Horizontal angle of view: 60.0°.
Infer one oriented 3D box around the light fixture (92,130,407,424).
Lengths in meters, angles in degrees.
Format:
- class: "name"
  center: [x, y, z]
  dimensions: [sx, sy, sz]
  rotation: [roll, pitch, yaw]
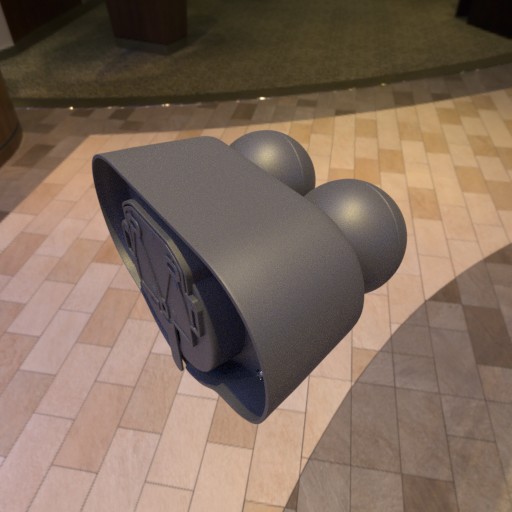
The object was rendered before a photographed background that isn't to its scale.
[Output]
- class: "light fixture"
  center: [0.000, 0.000, 0.339]
  dimensions: [0.159, 0.159, 0.229]
  rotation: [-26, 47, -26]
